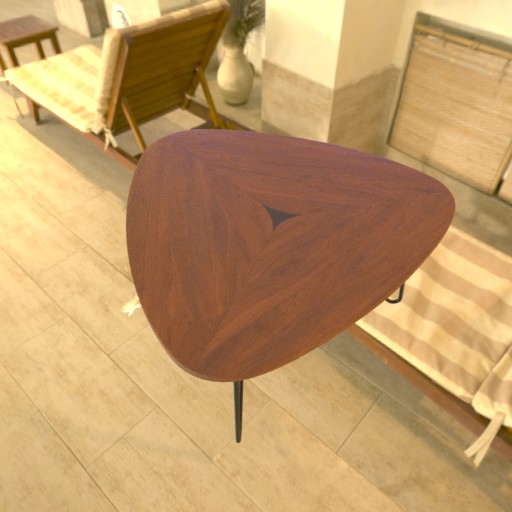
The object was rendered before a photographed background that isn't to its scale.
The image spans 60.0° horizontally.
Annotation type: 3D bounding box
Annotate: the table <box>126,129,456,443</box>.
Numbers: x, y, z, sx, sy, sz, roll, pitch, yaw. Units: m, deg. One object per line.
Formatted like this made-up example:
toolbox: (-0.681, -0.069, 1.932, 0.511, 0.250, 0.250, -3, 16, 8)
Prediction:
table: (0.000, 0.000, 1.265, 0.833, 0.413, 0.821, -32, 54, -28)
